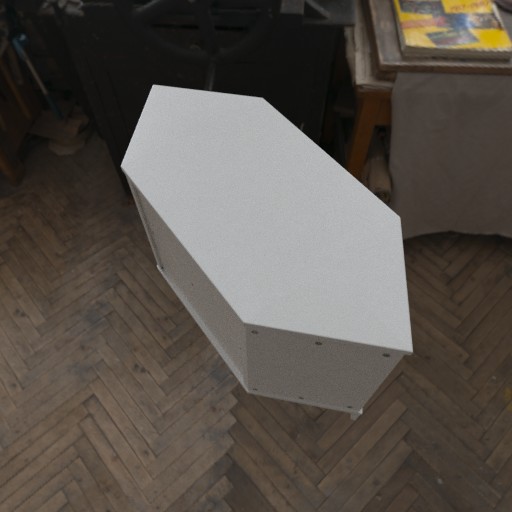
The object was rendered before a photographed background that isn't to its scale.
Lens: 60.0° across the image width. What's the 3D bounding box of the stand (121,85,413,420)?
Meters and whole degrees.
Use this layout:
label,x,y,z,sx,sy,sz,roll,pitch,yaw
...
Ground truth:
label,x,y,z,sx,sy,sz,roll,pitch,yaw
stand,0.000,0.000,1.391,0.477,0.614,1.072,-32,63,-19
